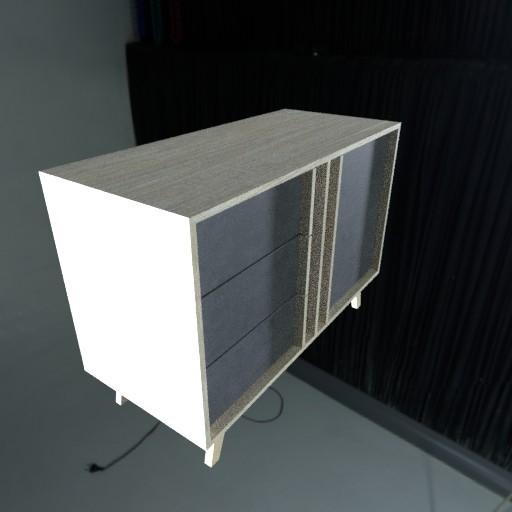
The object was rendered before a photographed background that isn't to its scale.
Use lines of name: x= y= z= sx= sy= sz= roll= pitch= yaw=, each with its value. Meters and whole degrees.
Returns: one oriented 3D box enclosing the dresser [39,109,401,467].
dresser: x=0.000 y=0.000 z=1.525 sx=0.500 sy=0.780 sz=1.110 roll=19 pitch=33 yaw=31
